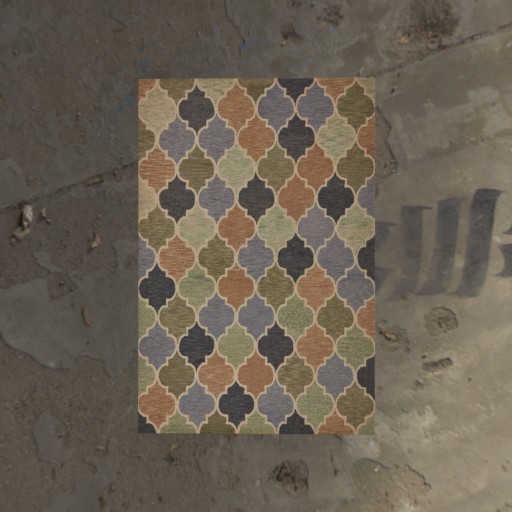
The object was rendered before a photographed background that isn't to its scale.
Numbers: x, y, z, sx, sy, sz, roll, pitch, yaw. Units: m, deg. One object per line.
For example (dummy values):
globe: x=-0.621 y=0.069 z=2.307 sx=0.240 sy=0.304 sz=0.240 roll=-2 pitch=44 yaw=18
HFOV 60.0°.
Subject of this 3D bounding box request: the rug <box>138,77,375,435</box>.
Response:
rug: x=0.000 y=0.000 z=2.281 sx=1.216 sy=0.006 sz=1.828 roll=0 pitch=90 yaw=1
